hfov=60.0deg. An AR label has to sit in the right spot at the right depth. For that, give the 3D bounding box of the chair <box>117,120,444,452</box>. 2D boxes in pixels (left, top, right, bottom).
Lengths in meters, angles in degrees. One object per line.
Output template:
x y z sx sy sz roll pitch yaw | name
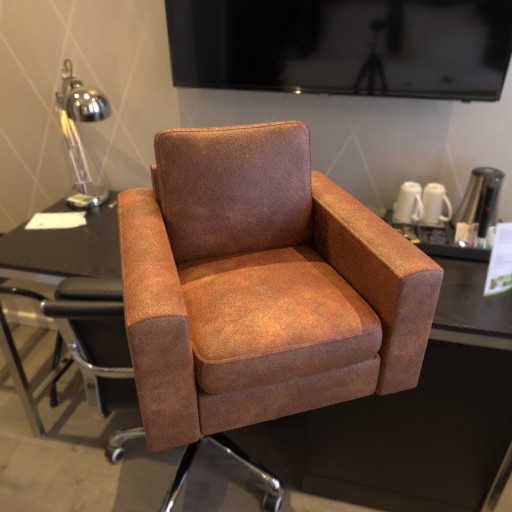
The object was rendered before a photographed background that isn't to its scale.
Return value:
0.000 0.000 1.743 1.005 0.873 1.016 -8 31 -14 | chair
